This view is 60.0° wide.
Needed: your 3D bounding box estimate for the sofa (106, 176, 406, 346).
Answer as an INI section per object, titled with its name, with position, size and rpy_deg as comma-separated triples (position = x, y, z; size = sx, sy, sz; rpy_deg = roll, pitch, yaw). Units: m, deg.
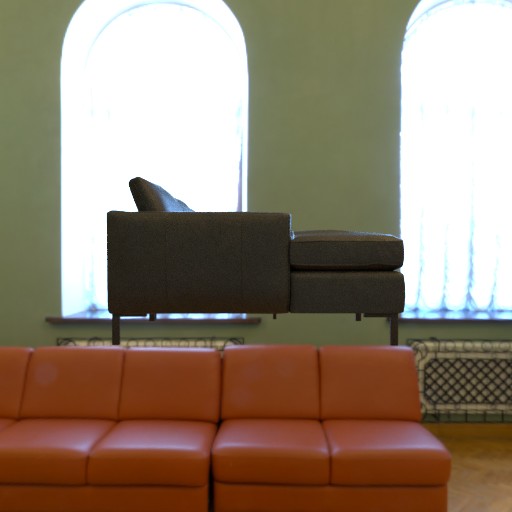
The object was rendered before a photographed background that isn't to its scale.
[sofa]
position = 0.000, 0.000, 3.624
size = 1.471, 0.859, 2.993
rpy_deg = 0, 0, 0
